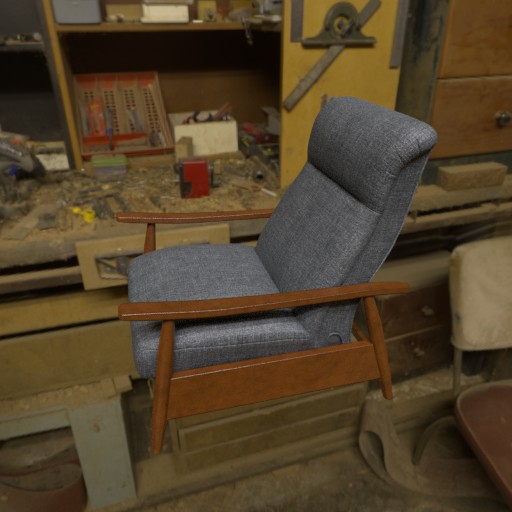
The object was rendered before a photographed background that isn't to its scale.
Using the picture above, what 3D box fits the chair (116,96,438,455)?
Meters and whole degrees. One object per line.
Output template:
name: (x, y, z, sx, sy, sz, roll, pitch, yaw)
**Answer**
chair: (0.000, 0.000, 1.737, 1.030, 1.082, 0.762, -8, 30, -14)
